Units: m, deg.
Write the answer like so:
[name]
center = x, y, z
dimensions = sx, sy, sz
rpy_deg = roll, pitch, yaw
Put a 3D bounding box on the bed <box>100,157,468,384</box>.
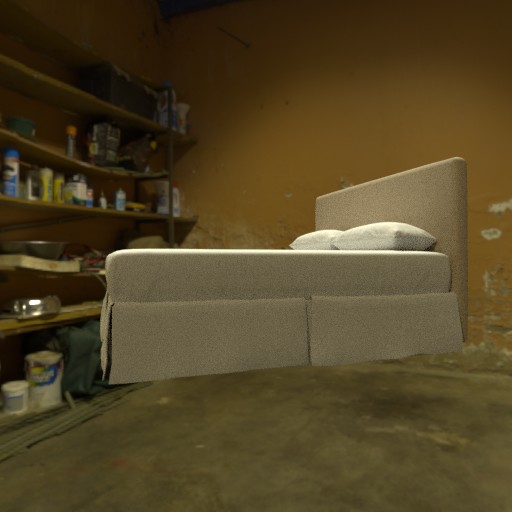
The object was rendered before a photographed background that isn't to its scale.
[bed]
center = 0.000, 0.000, 3.493
dimensions = 2.319, 1.317, 2.119
rpy_deg = 0, -1, -19
